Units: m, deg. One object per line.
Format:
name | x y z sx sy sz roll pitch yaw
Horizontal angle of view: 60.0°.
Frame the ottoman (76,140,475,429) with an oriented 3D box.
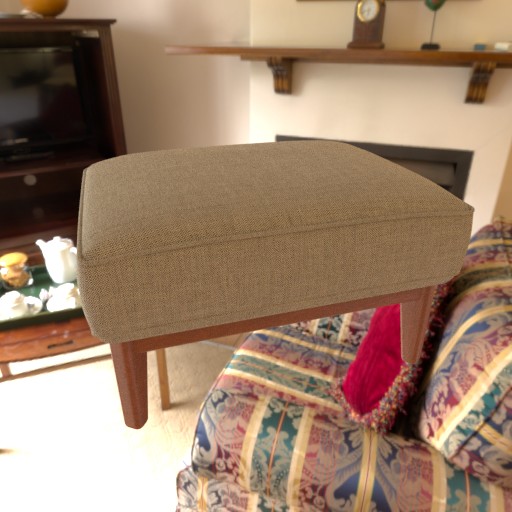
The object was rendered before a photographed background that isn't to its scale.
ottoman | 0.000 0.000 1.058 0.750 0.458 0.555 -8 28 -16
